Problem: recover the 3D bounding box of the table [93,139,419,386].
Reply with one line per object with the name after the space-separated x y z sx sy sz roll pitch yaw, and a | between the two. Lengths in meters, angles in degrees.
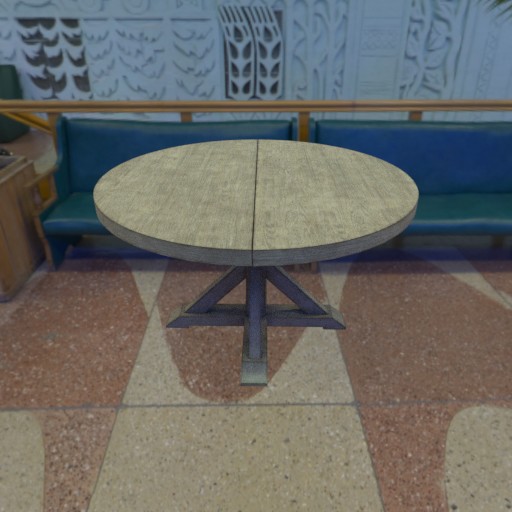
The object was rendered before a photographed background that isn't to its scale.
0.000 0.000 2.131 1.363 0.781 1.363 0 29 0 | table
